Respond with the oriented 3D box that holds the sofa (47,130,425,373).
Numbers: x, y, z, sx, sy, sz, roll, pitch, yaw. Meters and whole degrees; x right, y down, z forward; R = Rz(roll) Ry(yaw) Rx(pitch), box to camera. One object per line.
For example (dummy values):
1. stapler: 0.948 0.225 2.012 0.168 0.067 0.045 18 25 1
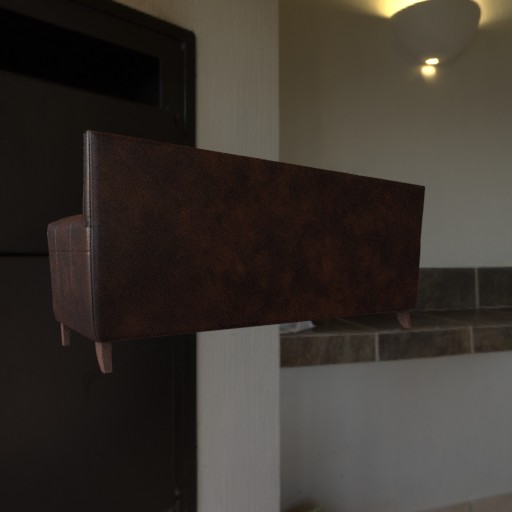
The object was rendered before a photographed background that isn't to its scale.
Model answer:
1. sofa: 0.000 0.000 2.429 1.995 0.871 0.786 0 -1 -36
